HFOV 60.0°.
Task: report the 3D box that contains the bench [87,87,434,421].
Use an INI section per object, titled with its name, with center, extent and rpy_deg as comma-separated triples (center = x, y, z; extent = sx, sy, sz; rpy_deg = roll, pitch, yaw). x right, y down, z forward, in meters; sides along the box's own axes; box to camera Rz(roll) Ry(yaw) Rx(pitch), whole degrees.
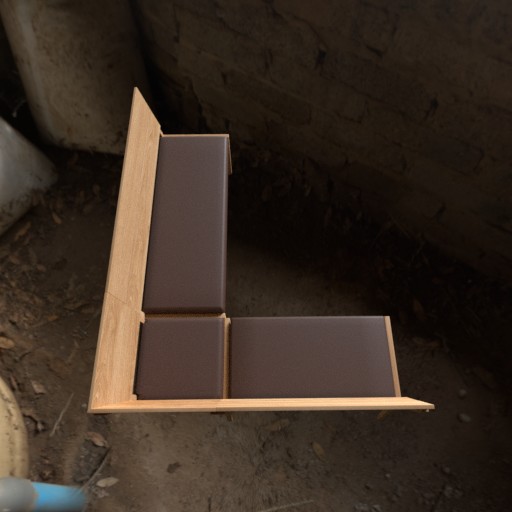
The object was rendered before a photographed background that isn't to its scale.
[bench]
center = 0.000, 0.000, 2.780
extent = 1.549, 0.890, 1.975
rpy_deg = -1, 65, -1
